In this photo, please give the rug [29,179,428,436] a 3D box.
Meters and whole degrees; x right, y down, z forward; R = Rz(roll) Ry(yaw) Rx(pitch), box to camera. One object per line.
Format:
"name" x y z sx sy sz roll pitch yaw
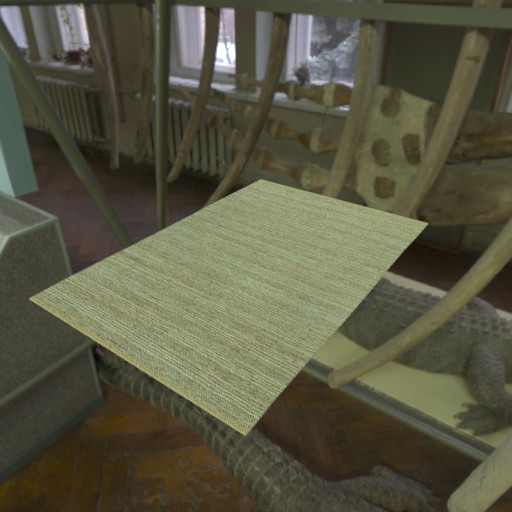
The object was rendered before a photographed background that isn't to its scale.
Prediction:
"rug" 0.000 0.000 2.341 1.240 0.010 1.824 20 37 30
